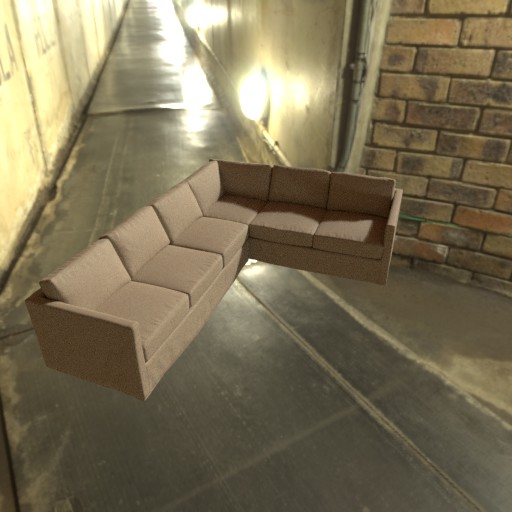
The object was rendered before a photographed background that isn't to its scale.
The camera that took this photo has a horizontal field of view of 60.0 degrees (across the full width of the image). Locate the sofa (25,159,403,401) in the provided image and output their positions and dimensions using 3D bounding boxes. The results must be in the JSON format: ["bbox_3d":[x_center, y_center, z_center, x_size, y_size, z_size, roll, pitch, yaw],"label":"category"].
[{"bbox_3d":[0.000,0.000,4.254,2.432,0.871,3.182,11,32,17],"label":"sofa"}]
